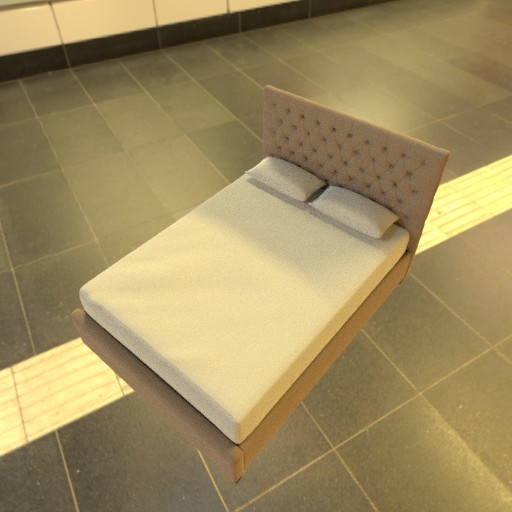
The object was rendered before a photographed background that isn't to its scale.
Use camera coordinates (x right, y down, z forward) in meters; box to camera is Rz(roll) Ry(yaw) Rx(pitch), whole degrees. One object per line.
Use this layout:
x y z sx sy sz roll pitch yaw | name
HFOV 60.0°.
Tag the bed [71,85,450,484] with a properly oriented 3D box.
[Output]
0.000 0.000 3.405 1.698 1.427 2.387 31 53 27 | bed
